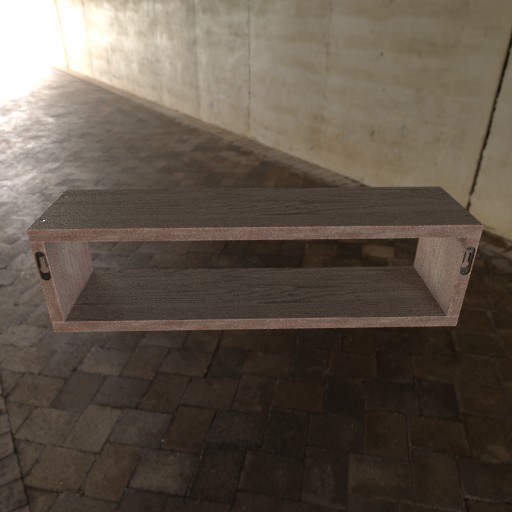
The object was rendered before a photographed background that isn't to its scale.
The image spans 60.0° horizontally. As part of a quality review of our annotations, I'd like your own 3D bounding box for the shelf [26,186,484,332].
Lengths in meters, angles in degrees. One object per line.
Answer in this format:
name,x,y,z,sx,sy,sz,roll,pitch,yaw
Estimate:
shelf,0.000,0.000,0.697,0.610,0.170,0.150,-1,29,-1
